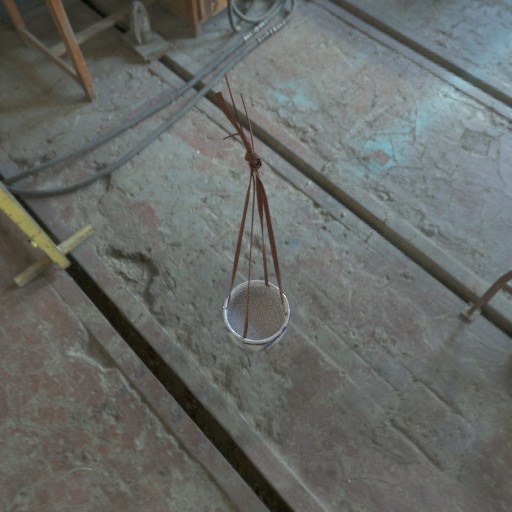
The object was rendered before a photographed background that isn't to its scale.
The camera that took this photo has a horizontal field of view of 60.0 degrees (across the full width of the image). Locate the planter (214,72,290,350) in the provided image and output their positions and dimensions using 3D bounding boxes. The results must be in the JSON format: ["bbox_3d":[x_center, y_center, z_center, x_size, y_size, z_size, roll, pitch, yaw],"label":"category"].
[{"bbox_3d":[0.000,0.000,0.819,0.166,0.751,0.166,0,63,0],"label":"planter"}]
